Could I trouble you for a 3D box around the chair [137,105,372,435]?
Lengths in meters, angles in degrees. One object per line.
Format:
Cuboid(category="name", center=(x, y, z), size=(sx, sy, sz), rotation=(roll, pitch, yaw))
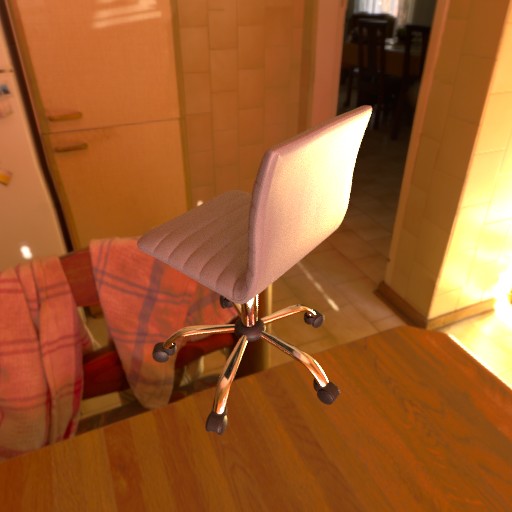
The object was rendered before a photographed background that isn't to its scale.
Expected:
Cuboid(category="chair", center=(0.000, 0.000, 1.146), size=(0.542, 0.750, 0.569), rotation=(21, 37, 30))
